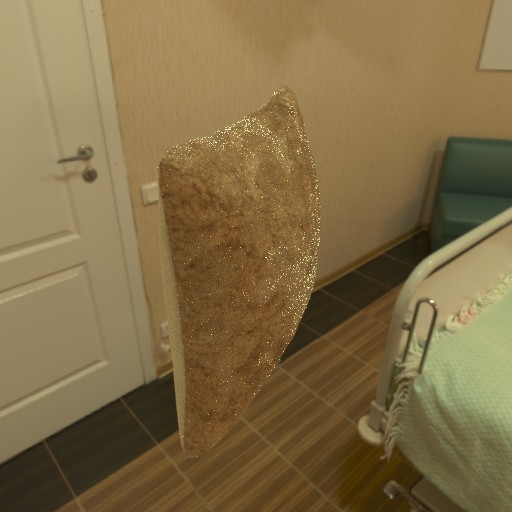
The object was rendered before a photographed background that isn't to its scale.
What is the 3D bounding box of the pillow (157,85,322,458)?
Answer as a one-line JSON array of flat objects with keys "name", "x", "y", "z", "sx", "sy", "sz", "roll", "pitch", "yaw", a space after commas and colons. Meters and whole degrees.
[{"name": "pillow", "x": 0.000, "y": 0.000, "z": 0.813, "sx": 0.216, "sy": 0.525, "sz": 0.538, "roll": 10, "pitch": 31, "yaw": 17}]
